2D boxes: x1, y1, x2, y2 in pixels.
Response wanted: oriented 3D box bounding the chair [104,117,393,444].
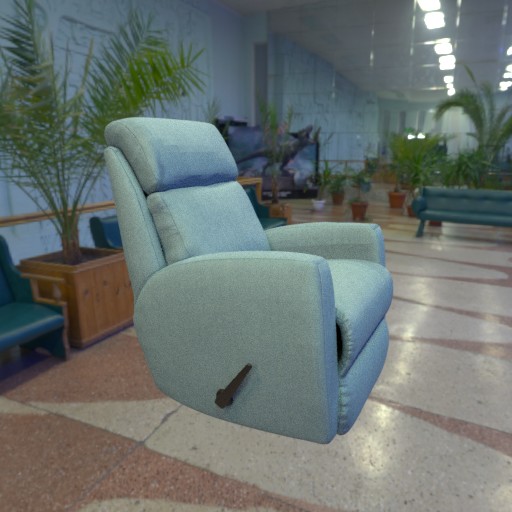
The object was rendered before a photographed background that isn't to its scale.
[{"bbox_3d":[0.000,0.000,1.684,0.940,1.013,0.812,7,16,27],"label":"chair"}]
